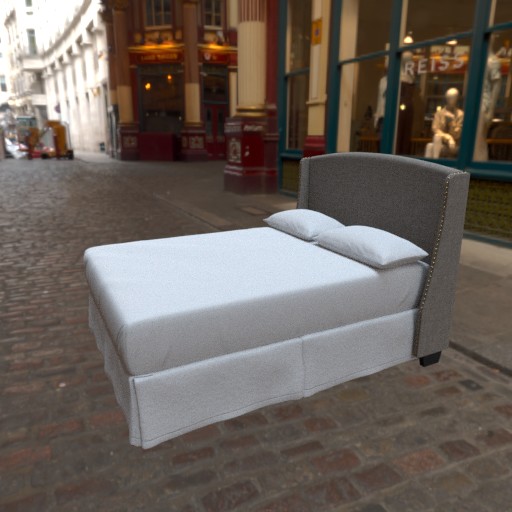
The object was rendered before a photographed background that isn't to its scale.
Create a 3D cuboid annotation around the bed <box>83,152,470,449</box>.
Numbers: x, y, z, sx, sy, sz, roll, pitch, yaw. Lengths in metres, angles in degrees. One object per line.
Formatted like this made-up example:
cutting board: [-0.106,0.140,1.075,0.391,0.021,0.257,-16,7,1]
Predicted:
bed: [0.000,0.000,3.219,2.237,1.407,1.710,-8,18,-26]
